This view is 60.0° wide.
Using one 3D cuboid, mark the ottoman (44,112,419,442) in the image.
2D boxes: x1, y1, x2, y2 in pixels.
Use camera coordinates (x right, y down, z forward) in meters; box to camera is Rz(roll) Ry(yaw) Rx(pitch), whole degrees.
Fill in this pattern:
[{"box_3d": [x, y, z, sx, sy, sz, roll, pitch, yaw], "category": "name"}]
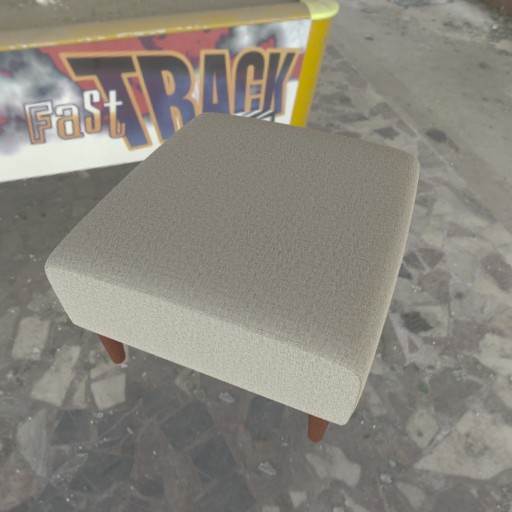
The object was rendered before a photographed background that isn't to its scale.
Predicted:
[{"box_3d": [0.000, 0.000, 1.071, 0.648, 0.399, 0.655, 16, 47, 16], "category": "ottoman"}]
